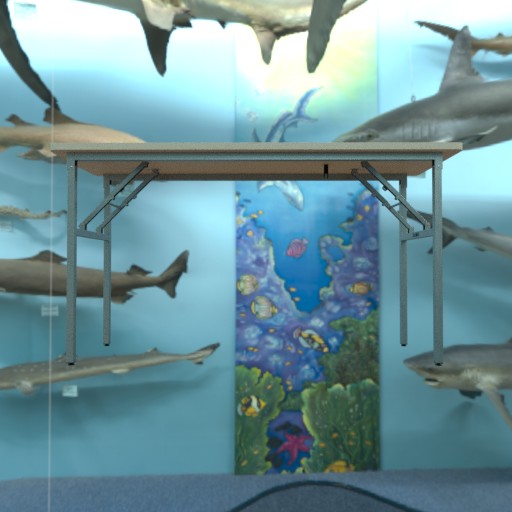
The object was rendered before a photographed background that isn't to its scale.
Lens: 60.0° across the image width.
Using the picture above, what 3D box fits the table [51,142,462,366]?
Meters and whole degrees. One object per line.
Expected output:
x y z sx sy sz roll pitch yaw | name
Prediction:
0.000 0.000 1.695 1.397 0.750 0.446 0 -1 0 | table
